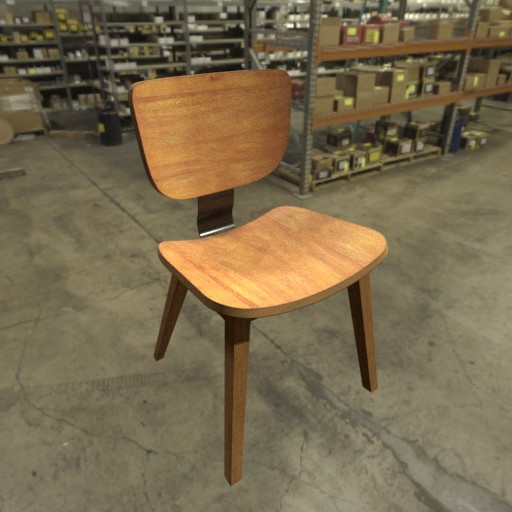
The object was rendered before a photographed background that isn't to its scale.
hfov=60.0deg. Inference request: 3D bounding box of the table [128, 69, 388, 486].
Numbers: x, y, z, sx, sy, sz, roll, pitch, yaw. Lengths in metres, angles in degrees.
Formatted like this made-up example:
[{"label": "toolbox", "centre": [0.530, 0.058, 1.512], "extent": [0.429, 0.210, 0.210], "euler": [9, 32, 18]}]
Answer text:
[{"label": "table", "centre": [0.000, 0.000, 1.100], "extent": [0.499, 0.805, 0.500], "euler": [-20, 35, -31]}]
